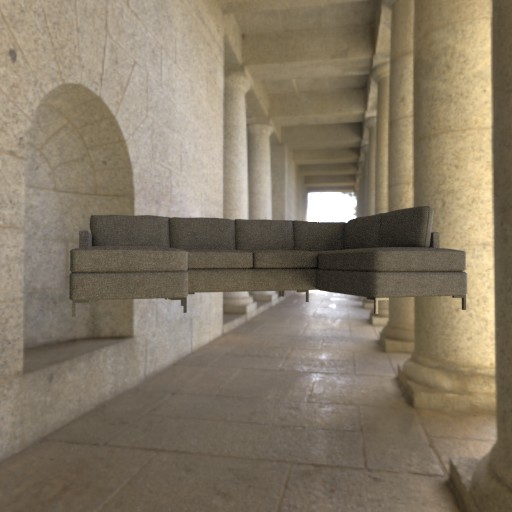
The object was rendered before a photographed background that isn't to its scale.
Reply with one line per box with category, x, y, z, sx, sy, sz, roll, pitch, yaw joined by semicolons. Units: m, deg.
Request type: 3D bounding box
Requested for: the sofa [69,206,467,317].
sofa;0.000;0.000;4.482;3.423;0.999;2.048;0;-1;-18
